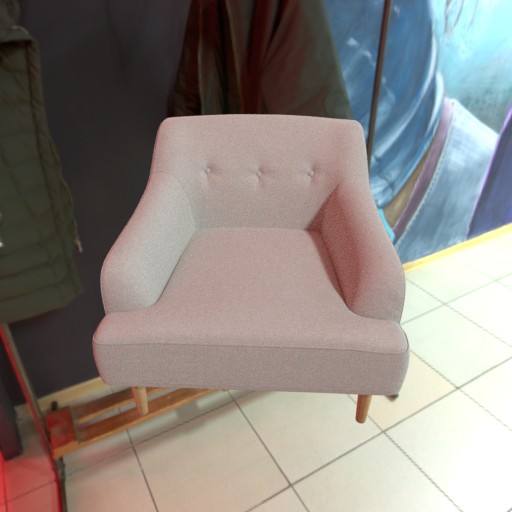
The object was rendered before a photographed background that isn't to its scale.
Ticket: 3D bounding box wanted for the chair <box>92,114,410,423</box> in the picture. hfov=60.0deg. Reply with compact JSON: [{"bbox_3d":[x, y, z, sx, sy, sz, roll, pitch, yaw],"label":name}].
[{"bbox_3d":[0.000,0.000,1.642,0.946,0.818,0.951,1,31,2],"label":"chair"}]
